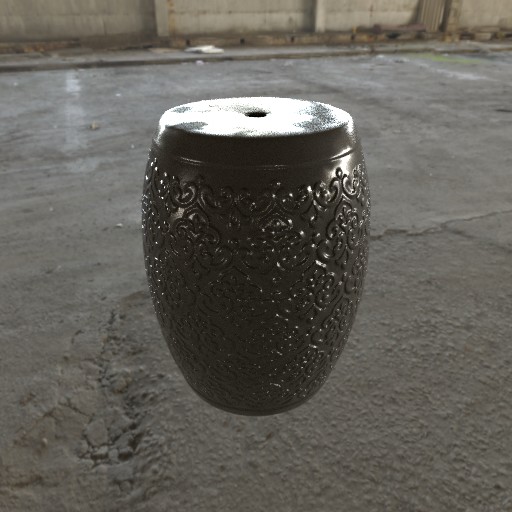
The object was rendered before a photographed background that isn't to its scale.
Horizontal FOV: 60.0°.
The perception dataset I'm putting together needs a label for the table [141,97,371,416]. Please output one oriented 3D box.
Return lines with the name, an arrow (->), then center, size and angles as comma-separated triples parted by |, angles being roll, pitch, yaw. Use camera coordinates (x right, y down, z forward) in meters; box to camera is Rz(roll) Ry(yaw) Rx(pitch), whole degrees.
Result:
table -> 0.000, 0.000, 0.633 | 0.309, 0.397, 0.309 | 0, 30, 0
